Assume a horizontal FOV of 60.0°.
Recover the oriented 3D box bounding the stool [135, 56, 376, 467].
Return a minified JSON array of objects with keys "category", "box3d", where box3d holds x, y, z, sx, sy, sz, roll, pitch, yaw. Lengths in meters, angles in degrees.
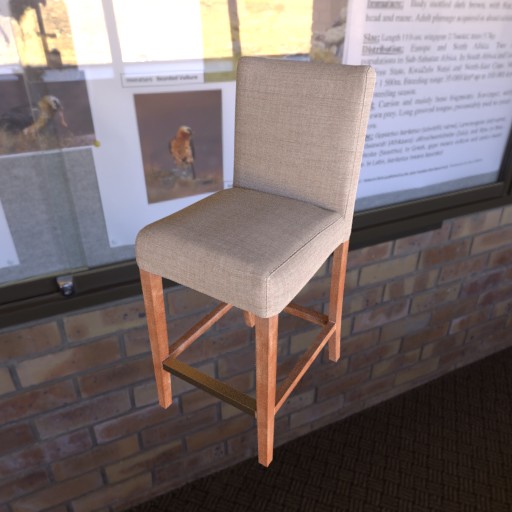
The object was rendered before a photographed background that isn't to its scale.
[{"category":"stool","box3d":[0.000,0.000,1.334,0.454,1.039,0.567,18,34,28]}]
